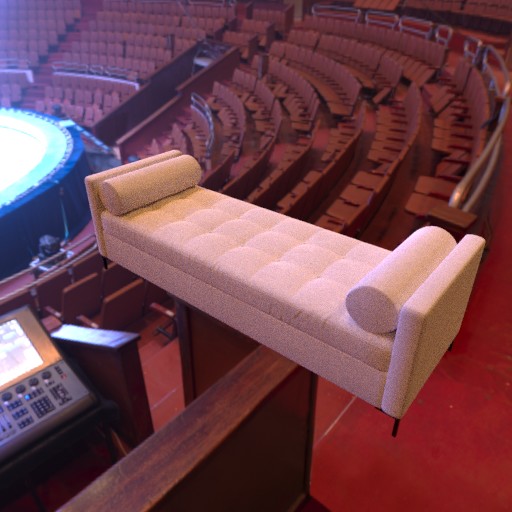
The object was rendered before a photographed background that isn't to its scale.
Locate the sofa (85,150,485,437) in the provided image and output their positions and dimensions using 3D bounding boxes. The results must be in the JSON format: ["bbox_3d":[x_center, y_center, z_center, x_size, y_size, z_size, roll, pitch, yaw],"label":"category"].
[{"bbox_3d":[0.000,0.000,2.346,1.981,0.635,0.686,23,37,33],"label":"sofa"}]
